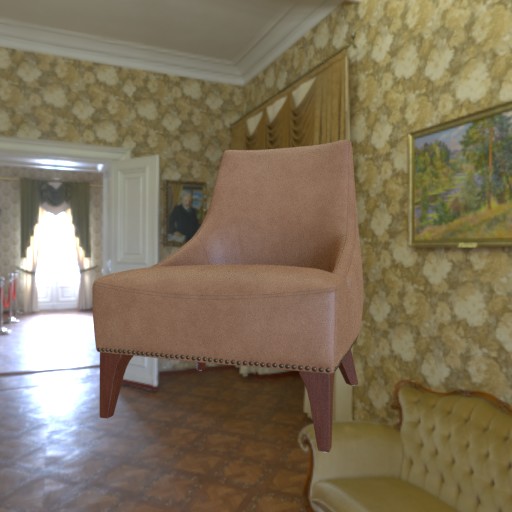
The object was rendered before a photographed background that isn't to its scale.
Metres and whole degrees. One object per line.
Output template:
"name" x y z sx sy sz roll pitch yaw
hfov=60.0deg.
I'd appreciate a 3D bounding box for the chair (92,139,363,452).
"chair" 0.000 0.000 1.496 0.701 0.909 0.861 0 0 20
